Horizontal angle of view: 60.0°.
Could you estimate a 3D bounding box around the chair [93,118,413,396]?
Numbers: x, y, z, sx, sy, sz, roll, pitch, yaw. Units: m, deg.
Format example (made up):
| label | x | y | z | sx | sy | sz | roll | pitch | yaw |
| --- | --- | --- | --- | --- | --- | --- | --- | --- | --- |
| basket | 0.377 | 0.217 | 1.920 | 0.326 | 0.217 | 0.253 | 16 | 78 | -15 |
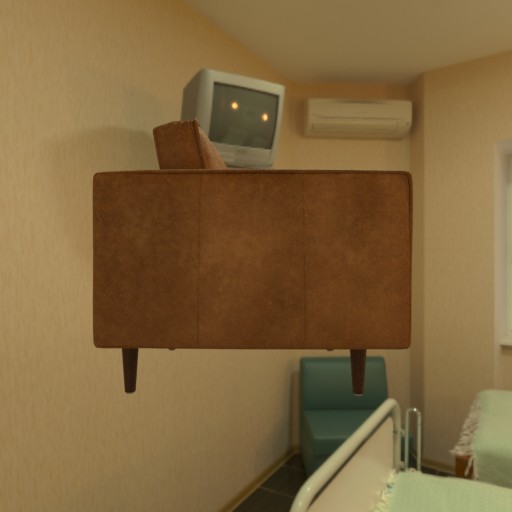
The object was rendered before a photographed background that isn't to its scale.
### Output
| label | x | y | z | sx | sy | sz | roll | pitch | yaw |
| --- | --- | --- | --- | --- | --- | --- | --- | --- | --- |
| chair | 0.000 | 0.000 | 1.515 | 0.798 | 0.767 | 0.928 | 0 | 0 | 1 |
